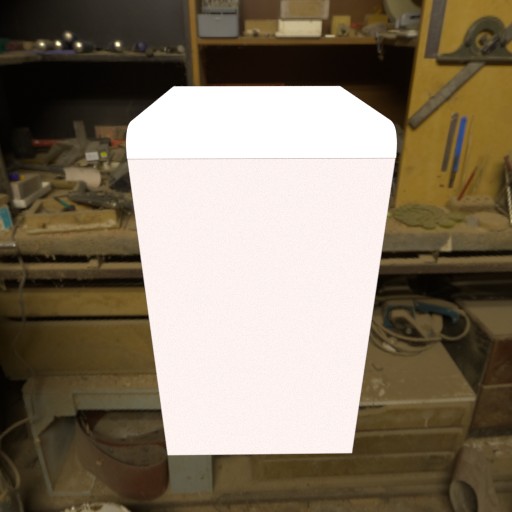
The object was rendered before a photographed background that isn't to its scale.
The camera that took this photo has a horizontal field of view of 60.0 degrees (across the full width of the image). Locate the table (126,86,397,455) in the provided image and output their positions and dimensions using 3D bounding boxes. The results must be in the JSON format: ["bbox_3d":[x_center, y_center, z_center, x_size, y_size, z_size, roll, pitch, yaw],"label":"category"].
[{"bbox_3d":[0.000,0.000,0.880,0.350,0.590,0.450,0,28,-1],"label":"table"}]
